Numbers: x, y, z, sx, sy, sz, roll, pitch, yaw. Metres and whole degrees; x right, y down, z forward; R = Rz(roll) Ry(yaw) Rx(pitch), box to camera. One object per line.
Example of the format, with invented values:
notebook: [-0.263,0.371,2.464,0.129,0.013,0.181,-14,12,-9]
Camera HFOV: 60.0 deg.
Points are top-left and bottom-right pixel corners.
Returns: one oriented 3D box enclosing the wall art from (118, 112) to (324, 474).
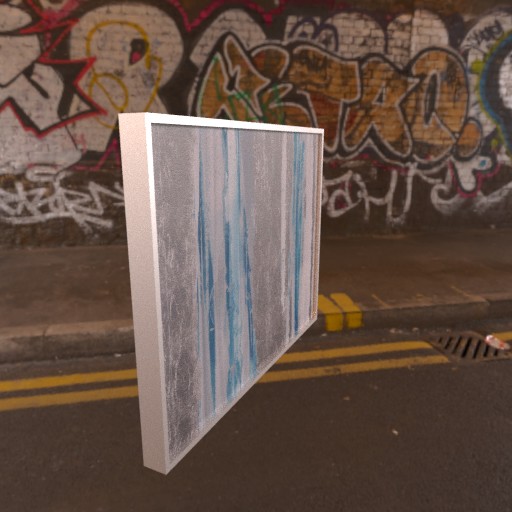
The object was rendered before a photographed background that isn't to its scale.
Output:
wall art: [0.000,0.000,1.402,0.066,0.801,1.056,7,16,26]
